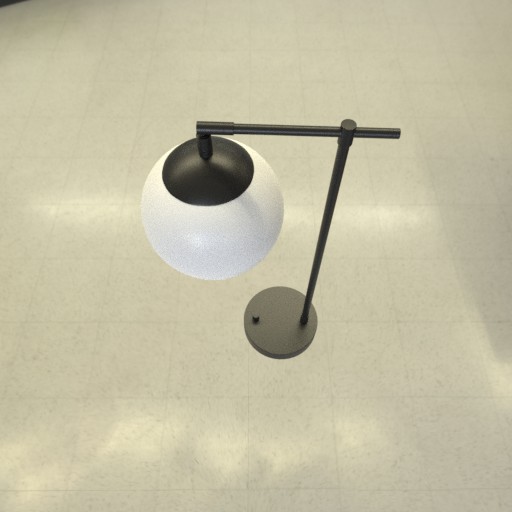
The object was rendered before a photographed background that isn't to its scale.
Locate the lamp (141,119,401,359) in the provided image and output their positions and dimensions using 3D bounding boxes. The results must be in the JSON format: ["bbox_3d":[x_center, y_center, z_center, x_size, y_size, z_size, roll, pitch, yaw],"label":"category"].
[{"bbox_3d":[0.000,0.000,0.720,0.316,0.559,0.197,2,58,1],"label":"lamp"}]
